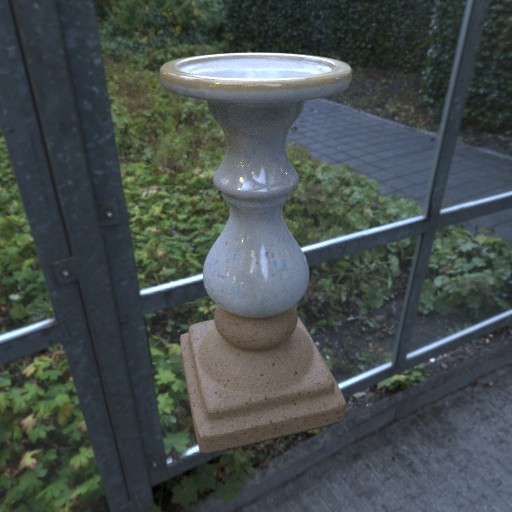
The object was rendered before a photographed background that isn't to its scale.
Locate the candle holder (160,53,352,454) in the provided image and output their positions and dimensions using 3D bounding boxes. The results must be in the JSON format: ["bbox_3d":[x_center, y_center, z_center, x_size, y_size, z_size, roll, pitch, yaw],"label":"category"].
[{"bbox_3d":[0.000,0.000,0.297,0.110,0.239,0.110,-8,32,-13],"label":"candle holder"}]
